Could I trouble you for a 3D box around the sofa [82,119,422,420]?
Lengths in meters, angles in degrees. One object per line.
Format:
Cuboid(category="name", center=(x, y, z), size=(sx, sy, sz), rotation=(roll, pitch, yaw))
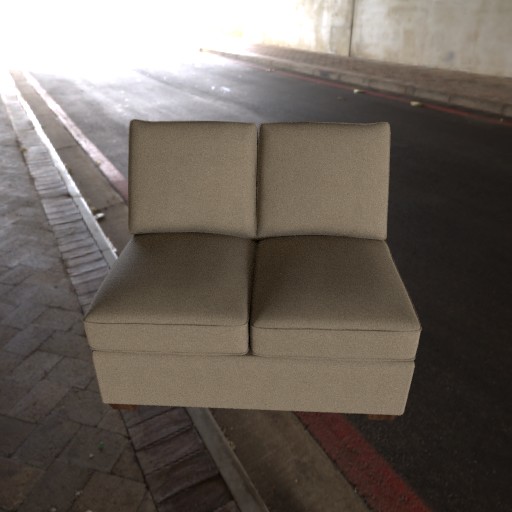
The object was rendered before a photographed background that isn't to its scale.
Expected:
Cuboid(category="sofa", center=(0.000, 0.000, 1.952), size=(1.232, 1.006, 0.978), rotation=(1, 30, 3))
